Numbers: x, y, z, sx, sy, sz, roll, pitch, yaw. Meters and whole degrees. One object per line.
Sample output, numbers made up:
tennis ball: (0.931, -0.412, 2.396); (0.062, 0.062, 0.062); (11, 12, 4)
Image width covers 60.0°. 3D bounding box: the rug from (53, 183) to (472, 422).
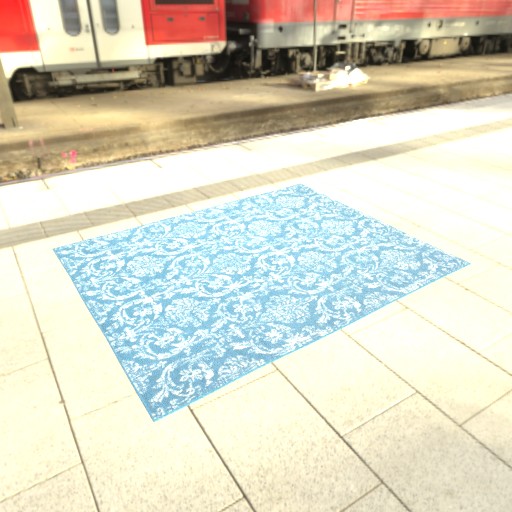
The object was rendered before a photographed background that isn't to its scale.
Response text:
rug: (0.000, 0.000, 4.010); (2.980, 0.012, 2.363); (-19, 35, -29)
